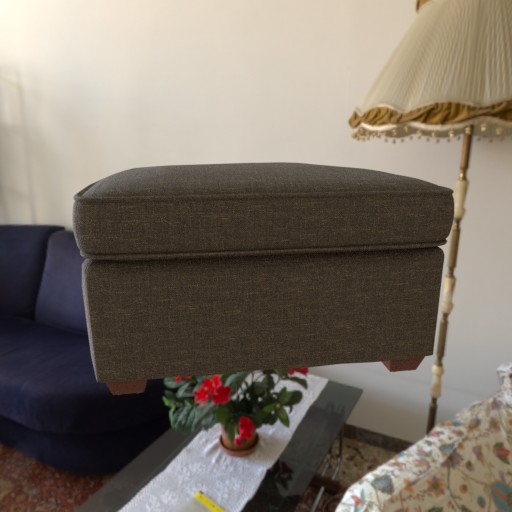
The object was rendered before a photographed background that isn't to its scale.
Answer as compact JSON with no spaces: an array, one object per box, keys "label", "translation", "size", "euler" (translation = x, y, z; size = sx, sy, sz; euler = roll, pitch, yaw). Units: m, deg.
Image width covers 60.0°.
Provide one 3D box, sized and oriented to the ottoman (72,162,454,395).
[{"label":"ottoman","translation":[0.000,0.000,1.104],"size":[0.749,0.450,0.549],"euler":[-2,15,-9]}]
